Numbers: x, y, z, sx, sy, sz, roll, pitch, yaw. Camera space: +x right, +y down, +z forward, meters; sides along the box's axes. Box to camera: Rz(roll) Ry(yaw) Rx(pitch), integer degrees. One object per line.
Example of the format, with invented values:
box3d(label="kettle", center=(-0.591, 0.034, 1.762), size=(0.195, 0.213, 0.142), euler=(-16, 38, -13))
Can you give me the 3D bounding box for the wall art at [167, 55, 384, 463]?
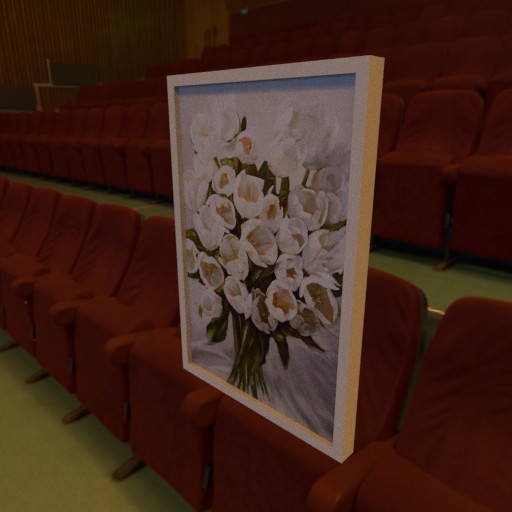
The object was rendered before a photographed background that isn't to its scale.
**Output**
box3d(label="wall art", center=(0.000, 0.000, 0.547), size=(0.293, 0.428, 0.025), euler=(16, 23, 41))
